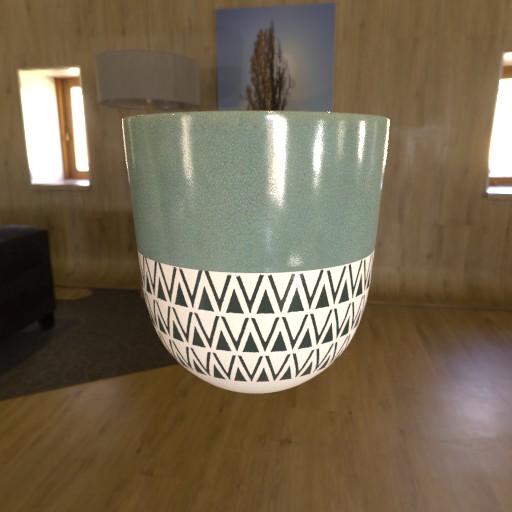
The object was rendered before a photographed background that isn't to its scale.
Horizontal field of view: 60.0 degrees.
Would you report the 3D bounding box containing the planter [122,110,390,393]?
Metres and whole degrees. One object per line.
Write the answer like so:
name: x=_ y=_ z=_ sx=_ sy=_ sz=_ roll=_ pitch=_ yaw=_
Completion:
planter: x=0.000 y=0.000 z=0.367 sx=0.198 sy=0.214 sz=0.198 roll=0 pitch=14 yaw=0
